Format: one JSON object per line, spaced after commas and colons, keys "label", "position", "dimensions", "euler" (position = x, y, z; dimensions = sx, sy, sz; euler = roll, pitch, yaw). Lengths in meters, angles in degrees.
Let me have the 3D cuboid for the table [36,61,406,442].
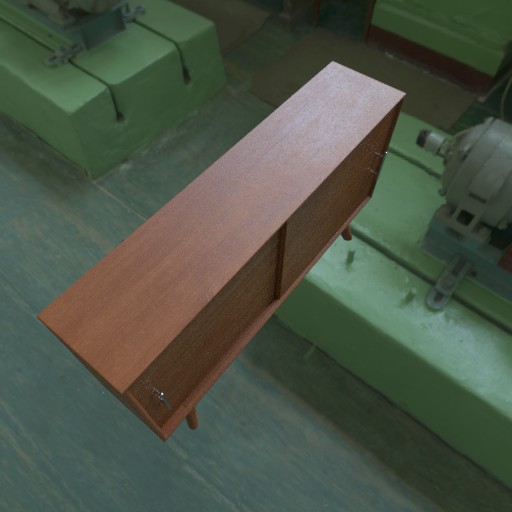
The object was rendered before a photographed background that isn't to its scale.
{"label": "table", "position": [0.000, 0.000, 1.497], "dimensions": [0.308, 0.698, 1.220], "euler": [34, 63, 20]}
